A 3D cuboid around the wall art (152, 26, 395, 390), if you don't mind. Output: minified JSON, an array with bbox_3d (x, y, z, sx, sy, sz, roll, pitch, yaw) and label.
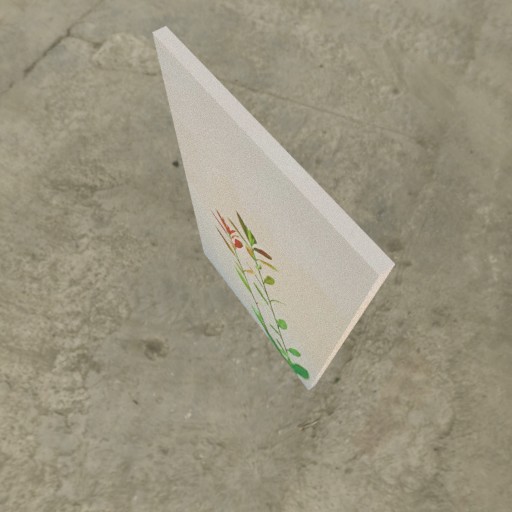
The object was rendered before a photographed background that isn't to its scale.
[{"bbox_3d":[0.000,0.000,1.409,0.038,1.143,0.764,-33,68,-15],"label":"wall art"}]
